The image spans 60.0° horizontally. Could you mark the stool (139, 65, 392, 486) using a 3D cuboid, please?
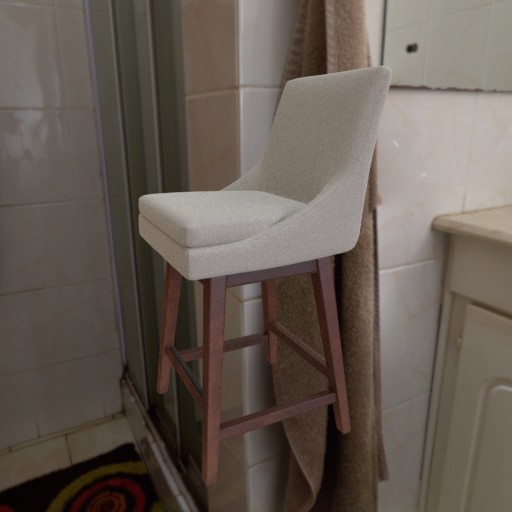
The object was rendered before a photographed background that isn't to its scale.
[{"bbox_3d":[0.000,0.000,1.261,0.559,0.991,0.469,-8,19,-26],"label":"stool"}]
